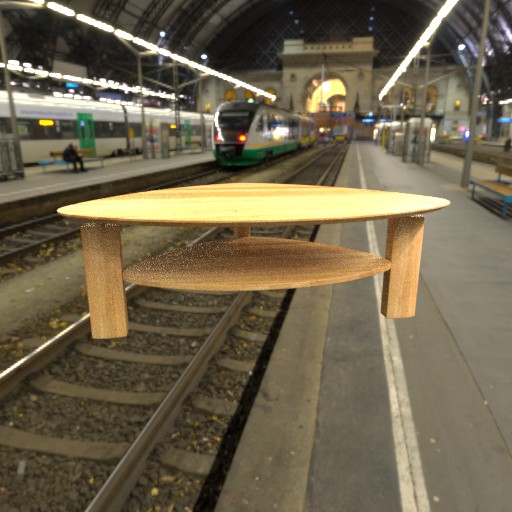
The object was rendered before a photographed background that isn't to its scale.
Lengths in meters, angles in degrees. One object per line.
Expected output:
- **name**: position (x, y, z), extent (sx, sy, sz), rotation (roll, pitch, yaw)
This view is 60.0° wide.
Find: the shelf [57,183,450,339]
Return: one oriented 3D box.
- **shelf**: position (0.000, 0.000, 1.627), extent (1.240, 0.439, 0.863), rotation (-2, 16, -9)
